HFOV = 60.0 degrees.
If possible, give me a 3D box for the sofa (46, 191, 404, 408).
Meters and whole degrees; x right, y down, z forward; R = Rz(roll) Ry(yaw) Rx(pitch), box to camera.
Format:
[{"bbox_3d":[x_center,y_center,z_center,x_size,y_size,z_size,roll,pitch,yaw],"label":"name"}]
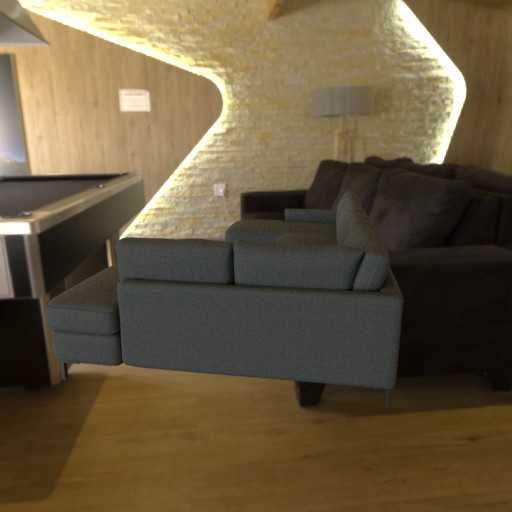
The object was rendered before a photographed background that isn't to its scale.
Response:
[{"bbox_3d":[0.000,0.000,3.760,1.984,0.858,2.975,2,15,9],"label":"sofa"}]
